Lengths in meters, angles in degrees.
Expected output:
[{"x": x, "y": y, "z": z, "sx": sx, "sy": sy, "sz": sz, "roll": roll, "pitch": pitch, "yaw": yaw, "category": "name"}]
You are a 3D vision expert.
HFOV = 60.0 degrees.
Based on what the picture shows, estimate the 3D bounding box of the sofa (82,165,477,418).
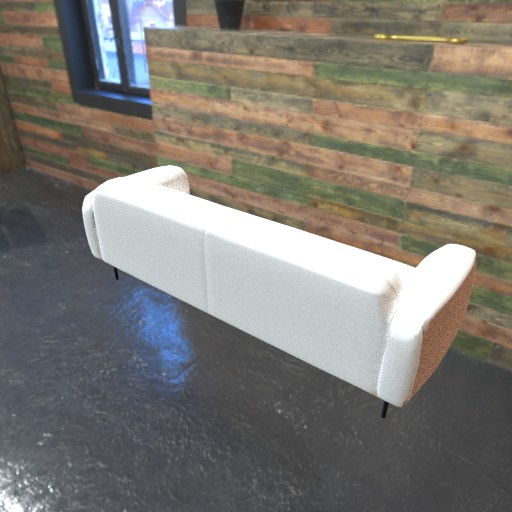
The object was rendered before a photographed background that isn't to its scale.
[{"x": 0.000, "y": 0.000, "z": 2.626, "sx": 2.280, "sy": 0.780, "sz": 0.870, "roll": 21, "pitch": 36, "yaw": 32, "category": "sofa"}]
